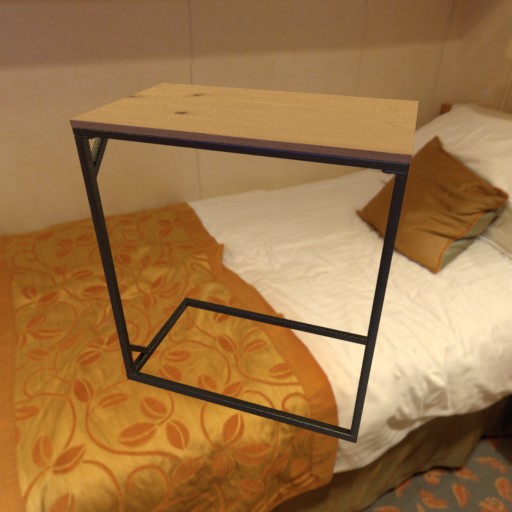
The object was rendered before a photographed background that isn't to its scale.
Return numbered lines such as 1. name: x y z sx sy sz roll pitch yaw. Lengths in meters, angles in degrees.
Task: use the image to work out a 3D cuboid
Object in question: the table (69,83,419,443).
1. table: 0.000 0.000 1.042 0.597 0.673 0.351 10 33 16
